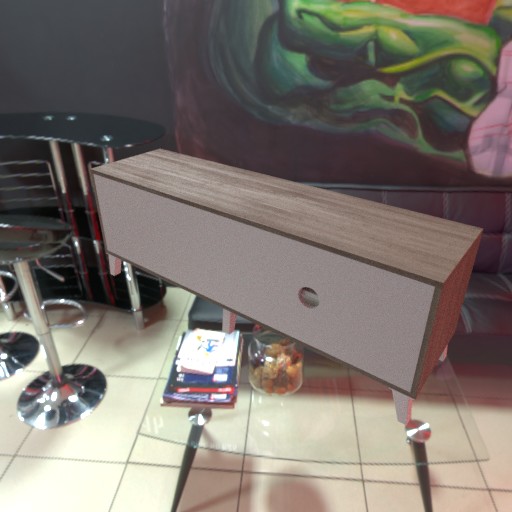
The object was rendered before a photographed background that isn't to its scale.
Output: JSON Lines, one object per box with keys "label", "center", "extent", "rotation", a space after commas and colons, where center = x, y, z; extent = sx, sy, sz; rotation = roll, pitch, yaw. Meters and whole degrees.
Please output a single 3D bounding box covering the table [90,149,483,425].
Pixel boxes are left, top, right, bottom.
{"label": "table", "center": [0.000, 0.000, 1.785], "extent": [1.500, 0.530, 0.400], "rotation": [20, 35, 32]}
